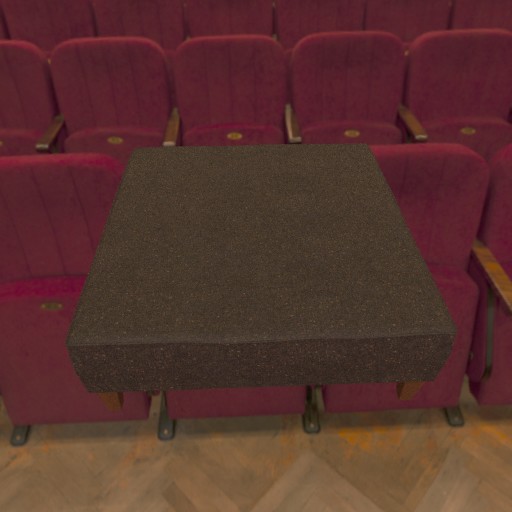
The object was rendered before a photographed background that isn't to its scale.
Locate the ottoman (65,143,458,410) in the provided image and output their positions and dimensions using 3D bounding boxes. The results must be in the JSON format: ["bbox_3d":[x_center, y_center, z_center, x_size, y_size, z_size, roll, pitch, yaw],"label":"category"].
[{"bbox_3d":[0.000,0.000,1.555,0.968,0.382,1.004,-2,42,-2],"label":"ottoman"}]
